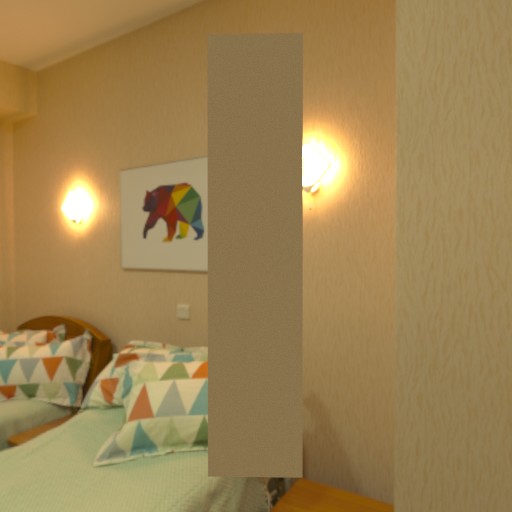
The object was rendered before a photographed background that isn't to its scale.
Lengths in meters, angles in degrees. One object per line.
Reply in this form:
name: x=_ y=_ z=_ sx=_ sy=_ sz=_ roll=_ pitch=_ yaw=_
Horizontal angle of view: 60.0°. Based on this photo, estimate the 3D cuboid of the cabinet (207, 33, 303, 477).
cabinet: x=0.000 y=0.000 z=1.533 sx=0.300 sy=1.400 sz=0.269 roll=0 pitch=1 yaw=1
